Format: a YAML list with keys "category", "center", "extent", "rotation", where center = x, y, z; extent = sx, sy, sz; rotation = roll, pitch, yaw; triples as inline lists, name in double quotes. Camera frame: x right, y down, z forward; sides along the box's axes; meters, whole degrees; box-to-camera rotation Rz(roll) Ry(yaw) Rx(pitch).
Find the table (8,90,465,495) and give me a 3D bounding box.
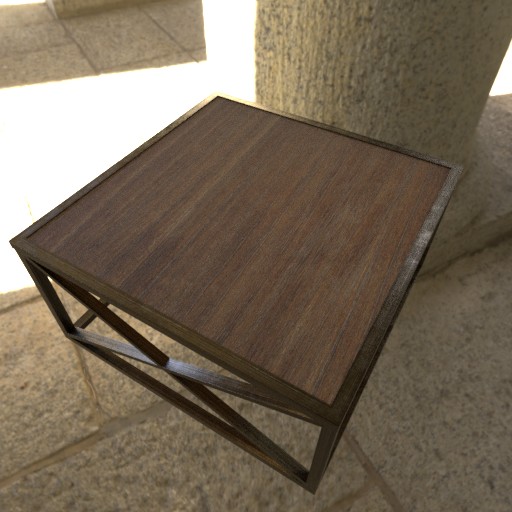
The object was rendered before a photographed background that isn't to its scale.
- category: "table"
  center: [0.000, 0.000, 1.378]
  extent: [0.899, 0.451, 0.909]
  rotation: [24, 52, 21]
